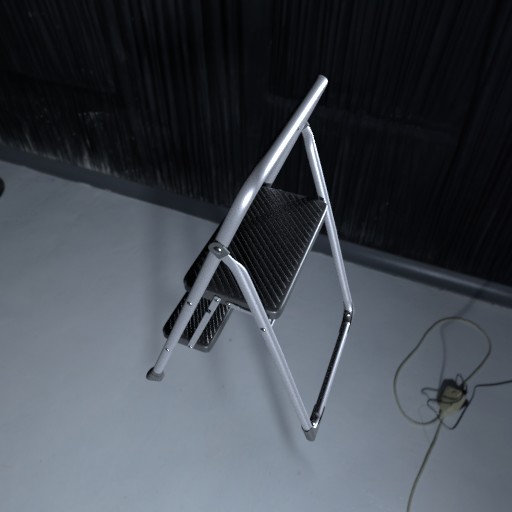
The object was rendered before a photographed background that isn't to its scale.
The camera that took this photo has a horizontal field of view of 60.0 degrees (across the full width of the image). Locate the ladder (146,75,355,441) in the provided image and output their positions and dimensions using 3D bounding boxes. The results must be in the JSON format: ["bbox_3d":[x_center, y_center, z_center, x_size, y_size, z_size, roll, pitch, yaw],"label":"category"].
[{"bbox_3d":[0.000,0.000,0.998,0.472,0.720,0.430,17,49,15],"label":"ladder"}]
